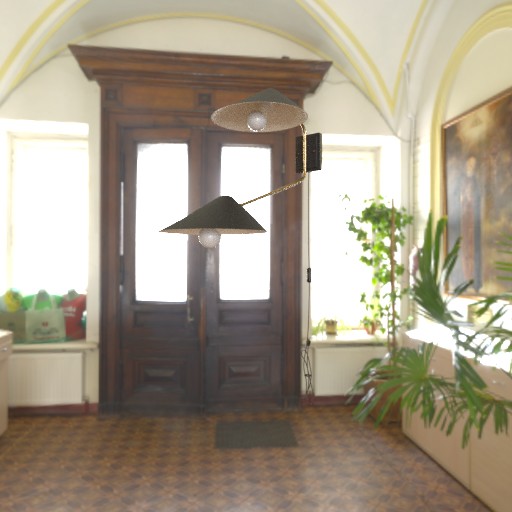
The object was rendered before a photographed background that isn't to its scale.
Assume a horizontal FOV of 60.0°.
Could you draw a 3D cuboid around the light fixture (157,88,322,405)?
[{"bbox_3d":[0.000,0.000,0.848,0.189,0.665,0.422,0,0,38],"label":"light fixture"}]
